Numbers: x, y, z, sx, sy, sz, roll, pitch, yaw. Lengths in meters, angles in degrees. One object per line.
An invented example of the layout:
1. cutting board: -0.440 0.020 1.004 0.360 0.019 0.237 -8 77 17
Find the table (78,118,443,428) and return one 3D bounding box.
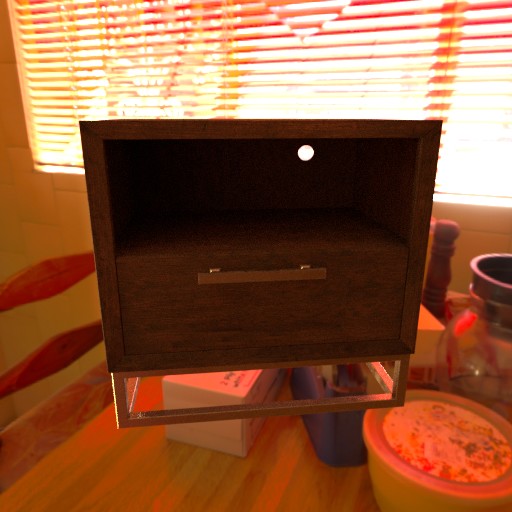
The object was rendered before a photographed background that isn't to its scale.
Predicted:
1. table: 0.000 0.000 1.263 0.767 0.746 0.542 -2 18 -6
